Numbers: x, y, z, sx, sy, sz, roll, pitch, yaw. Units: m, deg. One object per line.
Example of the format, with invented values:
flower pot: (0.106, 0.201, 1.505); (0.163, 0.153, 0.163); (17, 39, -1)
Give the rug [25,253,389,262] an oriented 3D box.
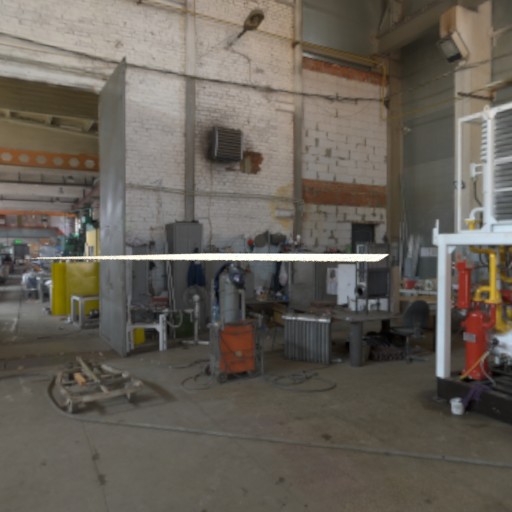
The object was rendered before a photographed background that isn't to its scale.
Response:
rug: (0.000, 0.000, 4.358); (2.464, 0.010, 3.327); (0, 1, 18)
